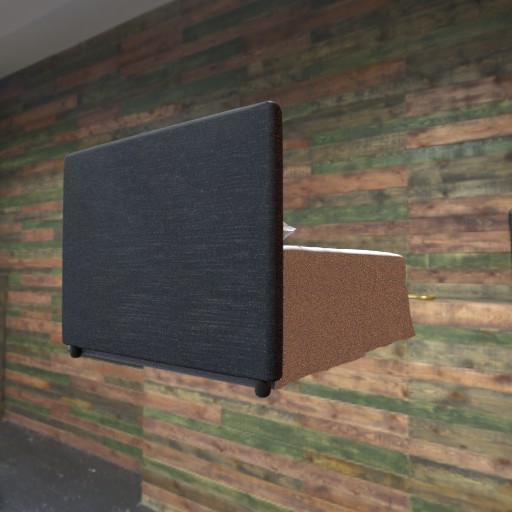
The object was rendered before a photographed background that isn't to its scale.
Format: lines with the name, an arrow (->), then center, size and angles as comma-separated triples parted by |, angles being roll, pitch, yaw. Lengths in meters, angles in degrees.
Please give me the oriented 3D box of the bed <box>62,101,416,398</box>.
bed -> 0.000, 0.000, 3.264 | 1.723, 1.330, 2.142 | -1, -2, 36
